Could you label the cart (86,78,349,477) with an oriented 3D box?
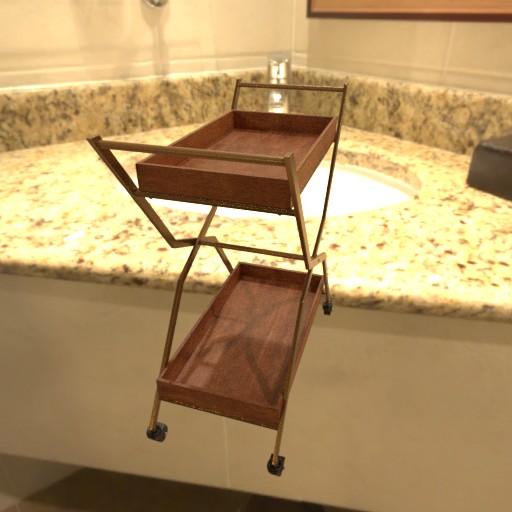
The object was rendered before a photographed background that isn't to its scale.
[{"bbox_3d":[0.000,0.000,1.303,0.405,0.869,0.836,9,31,15],"label":"cart"}]
